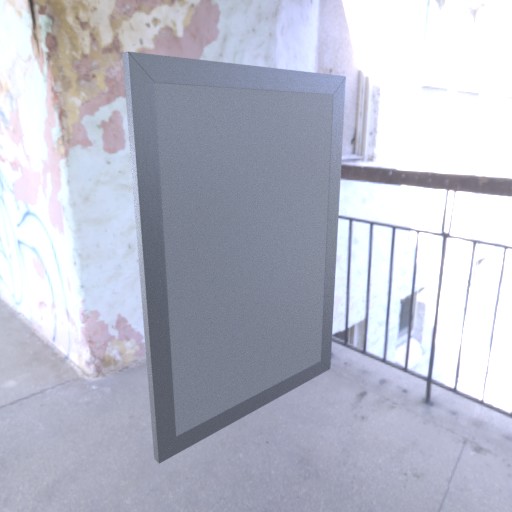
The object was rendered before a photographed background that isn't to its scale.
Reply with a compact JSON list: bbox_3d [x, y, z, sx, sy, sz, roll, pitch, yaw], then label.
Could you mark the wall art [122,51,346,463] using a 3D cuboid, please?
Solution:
[{"bbox_3d":[0.000,0.000,0.669,0.376,0.529,0.013,-14,22,-40],"label":"wall art"}]
